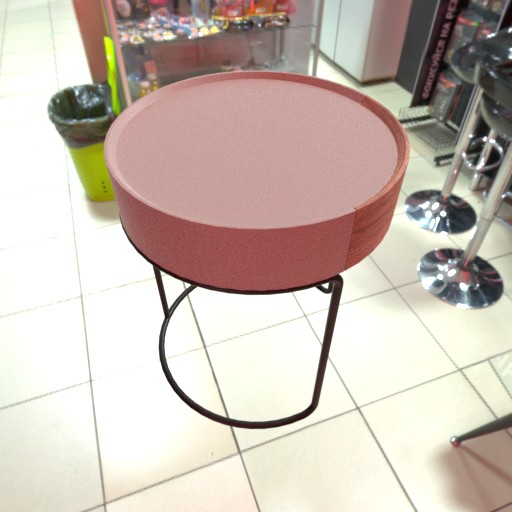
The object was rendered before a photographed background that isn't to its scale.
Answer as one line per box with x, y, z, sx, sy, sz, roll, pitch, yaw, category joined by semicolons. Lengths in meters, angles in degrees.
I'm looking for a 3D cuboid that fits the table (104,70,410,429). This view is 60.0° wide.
0.000;0.000;0.853;0.450;0.530;0.450;0;45;0;table
